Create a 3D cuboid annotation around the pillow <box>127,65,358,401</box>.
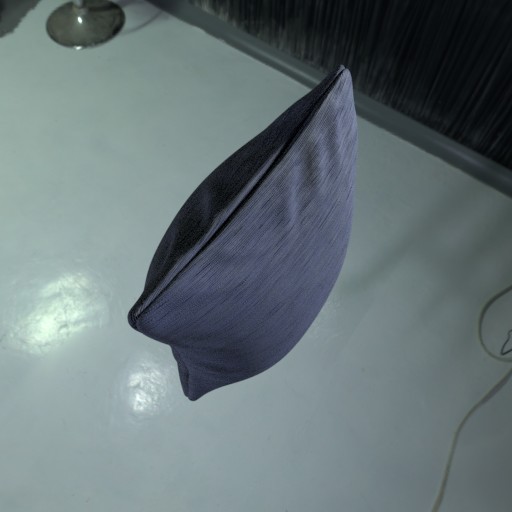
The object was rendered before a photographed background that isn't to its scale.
[{"bbox_3d":[0.000,0.000,0.681,0.246,0.414,0.432,31,67,15],"label":"pillow"}]
